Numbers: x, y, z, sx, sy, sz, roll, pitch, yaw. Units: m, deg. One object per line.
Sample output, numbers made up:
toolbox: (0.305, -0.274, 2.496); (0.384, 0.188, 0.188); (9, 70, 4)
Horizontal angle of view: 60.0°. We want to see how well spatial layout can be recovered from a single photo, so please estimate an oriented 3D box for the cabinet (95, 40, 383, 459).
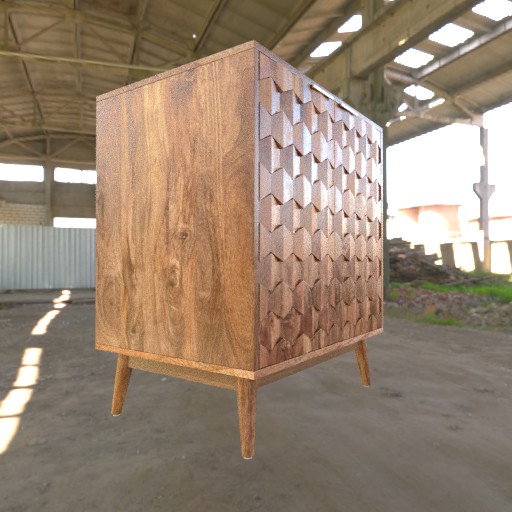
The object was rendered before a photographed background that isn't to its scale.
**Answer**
cabinet: (0.000, 0.000, 1.177); (0.473, 0.758, 0.647); (0, -1, 36)
